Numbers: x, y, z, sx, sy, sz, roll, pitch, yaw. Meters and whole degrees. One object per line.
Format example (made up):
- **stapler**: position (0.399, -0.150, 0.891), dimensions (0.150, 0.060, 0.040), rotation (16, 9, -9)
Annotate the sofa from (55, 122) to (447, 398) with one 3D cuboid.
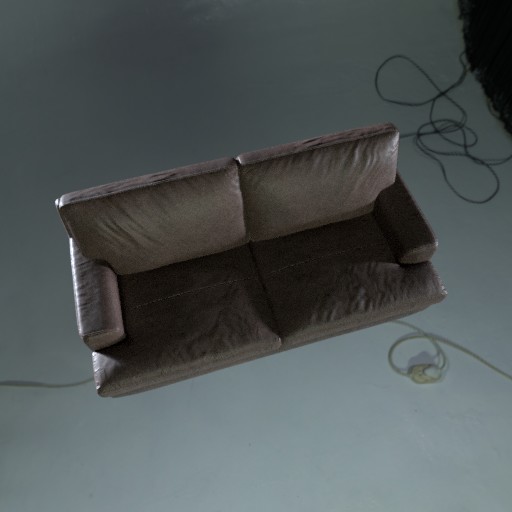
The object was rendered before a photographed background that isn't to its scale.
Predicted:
- **sofa**: position (0.000, 0.000, 2.794), dimensions (2.261, 0.941, 1.143), rotation (-14, 63, -7)
